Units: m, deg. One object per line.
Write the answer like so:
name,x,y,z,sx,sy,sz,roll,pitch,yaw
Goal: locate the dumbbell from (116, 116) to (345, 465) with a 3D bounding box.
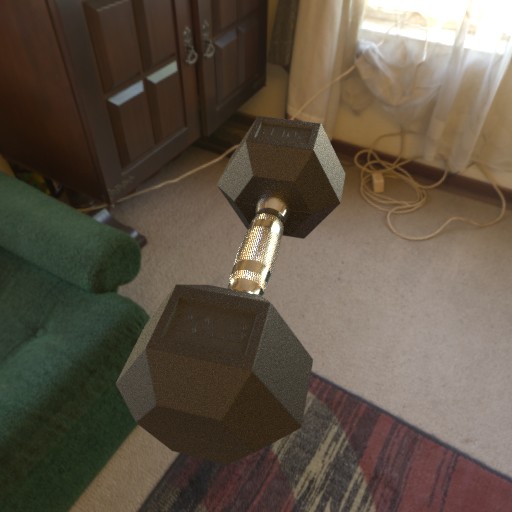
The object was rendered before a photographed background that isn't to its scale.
dumbbell,0.000,0.000,0.352,0.116,0.101,0.297,10,46,10
